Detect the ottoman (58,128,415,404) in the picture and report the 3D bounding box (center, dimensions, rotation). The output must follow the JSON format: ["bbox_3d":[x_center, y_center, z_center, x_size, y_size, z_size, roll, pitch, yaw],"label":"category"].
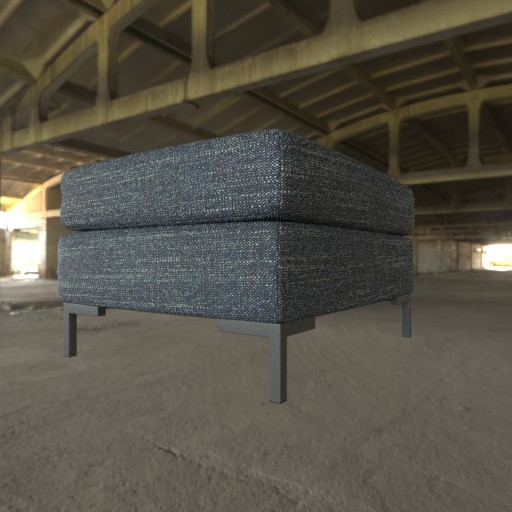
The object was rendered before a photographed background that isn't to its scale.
[{"bbox_3d":[0.000,0.000,1.219,0.667,0.491,0.814,0,0,35],"label":"ottoman"}]
